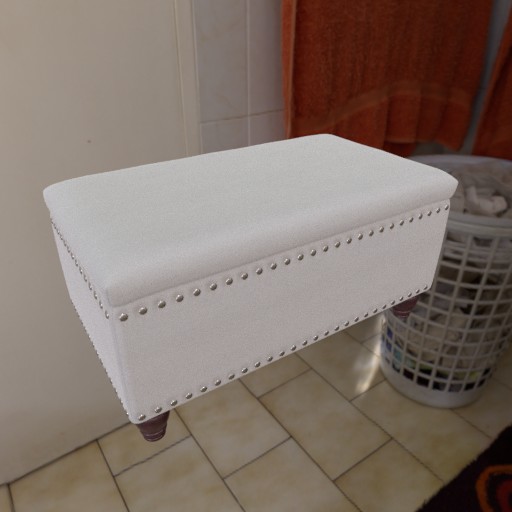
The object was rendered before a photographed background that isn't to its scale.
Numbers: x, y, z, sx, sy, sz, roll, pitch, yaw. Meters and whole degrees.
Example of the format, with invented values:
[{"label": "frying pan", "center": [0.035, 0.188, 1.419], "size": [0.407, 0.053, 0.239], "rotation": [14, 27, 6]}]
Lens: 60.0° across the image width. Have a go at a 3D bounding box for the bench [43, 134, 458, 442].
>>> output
[{"label": "bench", "center": [0.000, 0.000, 1.168], "size": [0.887, 0.449, 0.500], "rotation": [-18, 34, -28]}]
